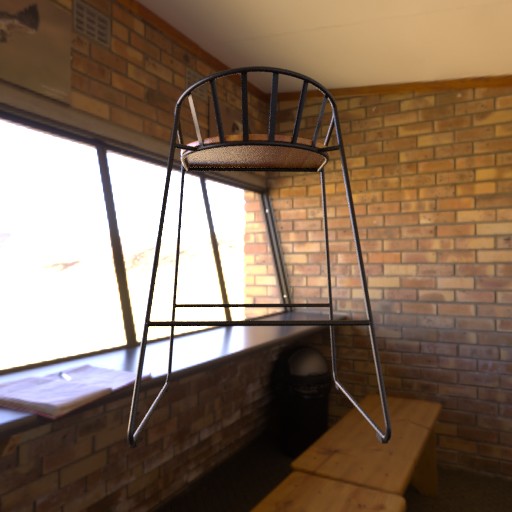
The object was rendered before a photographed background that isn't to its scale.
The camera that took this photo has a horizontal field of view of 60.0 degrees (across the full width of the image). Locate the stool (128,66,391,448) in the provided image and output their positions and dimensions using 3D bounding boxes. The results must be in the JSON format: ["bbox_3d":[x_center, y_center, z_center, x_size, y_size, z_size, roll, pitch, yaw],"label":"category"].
[{"bbox_3d":[0.000,0.000,1.170,0.546,0.812,0.521,0,-1,-2],"label":"stool"}]
